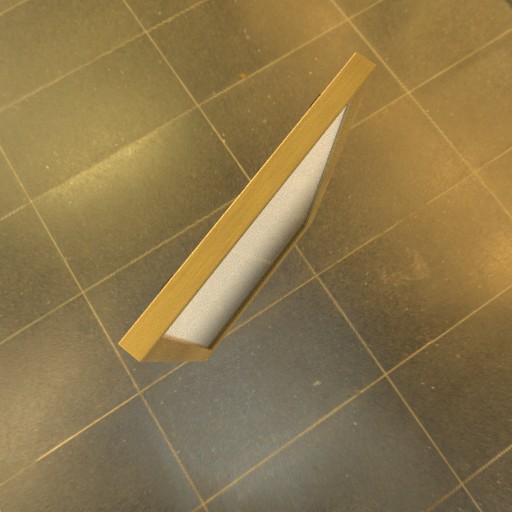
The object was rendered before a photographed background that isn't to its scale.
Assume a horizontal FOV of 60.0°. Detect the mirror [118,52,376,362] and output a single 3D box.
[{"bbox_3d":[0.000,0.000,0.921,0.040,0.710,0.507,36,79,8],"label":"mirror"}]
